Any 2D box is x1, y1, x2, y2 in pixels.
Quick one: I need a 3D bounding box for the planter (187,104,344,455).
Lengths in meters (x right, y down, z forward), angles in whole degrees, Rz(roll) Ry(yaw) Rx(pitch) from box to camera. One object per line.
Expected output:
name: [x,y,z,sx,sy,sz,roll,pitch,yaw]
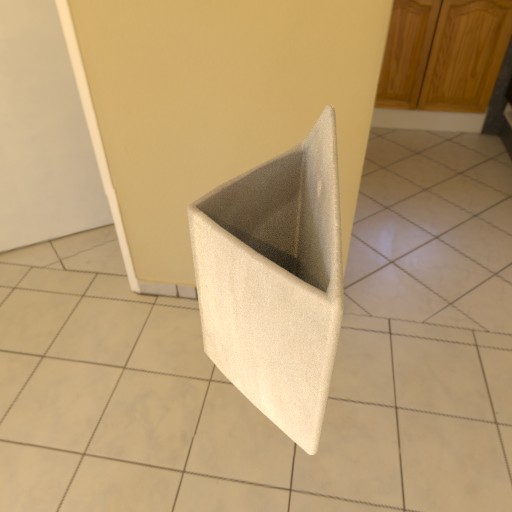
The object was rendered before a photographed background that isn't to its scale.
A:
planter: [0.000,0.000,0.279,0.080,0.194,0.163,0,40,0]
